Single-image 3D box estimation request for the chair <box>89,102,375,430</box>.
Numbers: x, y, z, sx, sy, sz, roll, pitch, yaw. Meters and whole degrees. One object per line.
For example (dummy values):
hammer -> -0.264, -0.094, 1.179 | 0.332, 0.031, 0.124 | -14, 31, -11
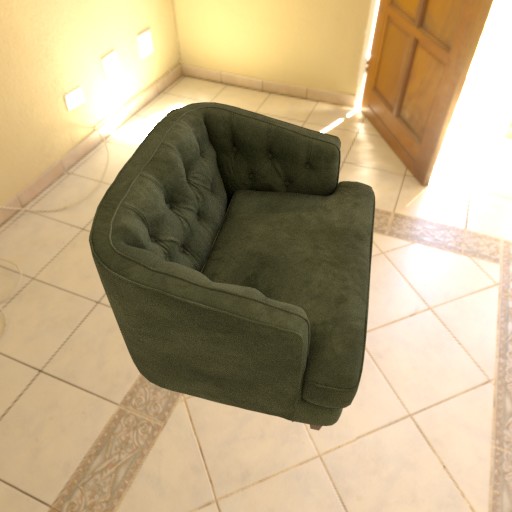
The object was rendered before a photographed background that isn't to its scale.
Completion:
chair -> 0.000, 0.000, 1.838 | 0.941, 0.852, 1.104 | 10, 47, 9
